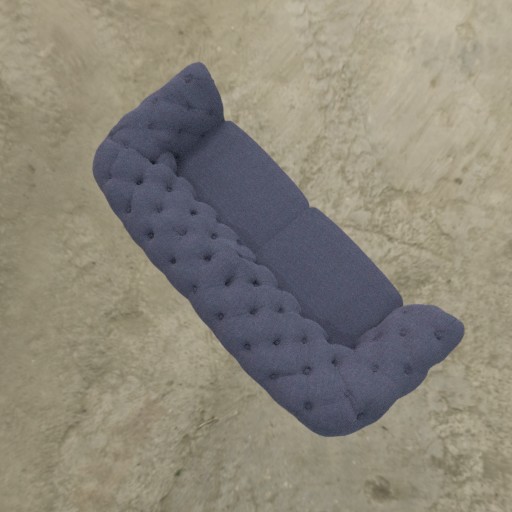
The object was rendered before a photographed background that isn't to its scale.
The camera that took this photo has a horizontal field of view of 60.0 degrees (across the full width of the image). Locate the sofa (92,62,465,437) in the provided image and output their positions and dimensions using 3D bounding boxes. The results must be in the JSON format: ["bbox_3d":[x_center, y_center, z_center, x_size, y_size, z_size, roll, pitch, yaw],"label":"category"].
[{"bbox_3d":[0.000,0.000,2.844,1.046,0.836,2.335,-41,79,-10],"label":"sofa"}]
